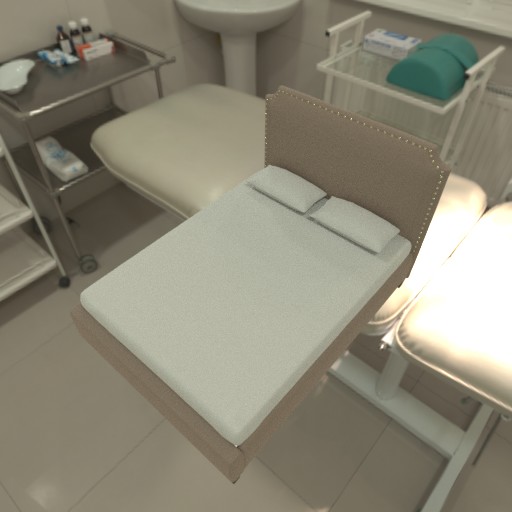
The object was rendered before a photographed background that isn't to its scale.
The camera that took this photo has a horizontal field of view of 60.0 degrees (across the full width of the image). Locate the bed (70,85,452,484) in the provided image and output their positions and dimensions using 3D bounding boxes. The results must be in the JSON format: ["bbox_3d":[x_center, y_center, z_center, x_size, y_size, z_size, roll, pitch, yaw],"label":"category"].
[{"bbox_3d":[0.000,0.000,3.376,1.713,1.443,2.372,32,54,27],"label":"bed"}]
